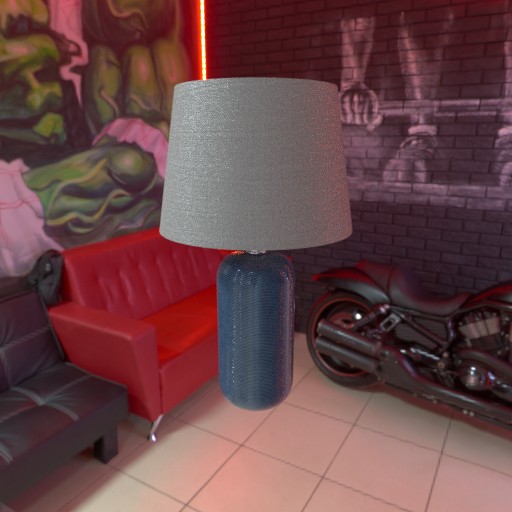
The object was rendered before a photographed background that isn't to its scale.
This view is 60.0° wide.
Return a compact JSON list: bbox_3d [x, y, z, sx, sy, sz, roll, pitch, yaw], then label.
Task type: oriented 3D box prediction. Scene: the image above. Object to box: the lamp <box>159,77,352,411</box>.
[{"bbox_3d":[0.000,0.000,0.603,0.253,0.428,0.253,0,15,0],"label":"lamp"}]
